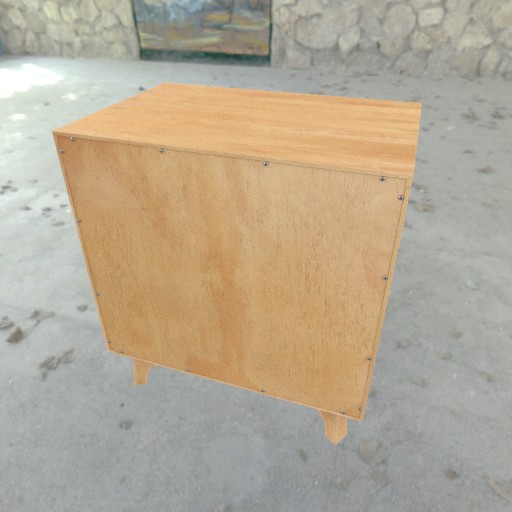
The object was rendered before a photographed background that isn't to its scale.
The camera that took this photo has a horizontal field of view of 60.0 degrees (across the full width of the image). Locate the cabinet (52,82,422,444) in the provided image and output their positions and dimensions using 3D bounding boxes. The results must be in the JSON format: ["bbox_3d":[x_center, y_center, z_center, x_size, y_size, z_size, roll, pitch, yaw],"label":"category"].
[{"bbox_3d":[0.000,0.000,0.948,0.551,0.599,0.394,11,35,16],"label":"cabinet"}]
